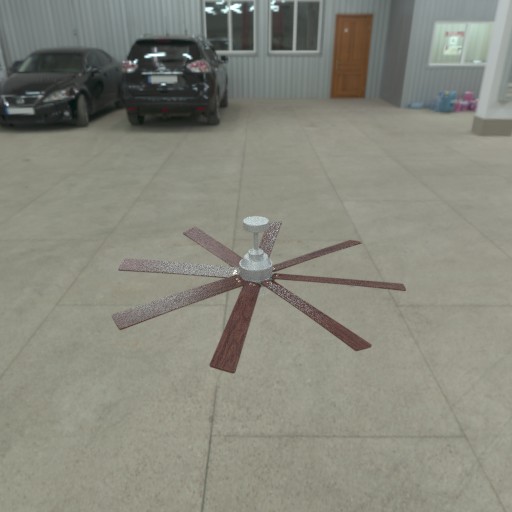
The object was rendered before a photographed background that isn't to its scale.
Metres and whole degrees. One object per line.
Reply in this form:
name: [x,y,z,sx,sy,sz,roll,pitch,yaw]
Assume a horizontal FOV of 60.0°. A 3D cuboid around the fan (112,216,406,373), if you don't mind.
fan: [0.000,0.000,2.768,1.830,0.472,1.830,-17,31,-31]
